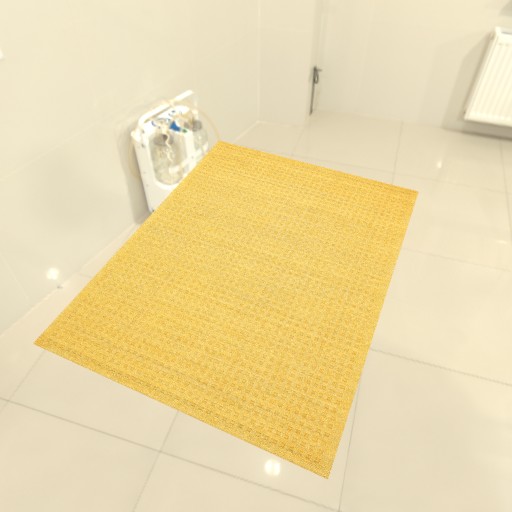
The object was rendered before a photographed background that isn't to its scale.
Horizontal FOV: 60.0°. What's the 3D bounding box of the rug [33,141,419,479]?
[{"bbox_3d":[0.000,0.000,4.242,2.486,0.015,3.242,18,50,16],"label":"rug"}]
